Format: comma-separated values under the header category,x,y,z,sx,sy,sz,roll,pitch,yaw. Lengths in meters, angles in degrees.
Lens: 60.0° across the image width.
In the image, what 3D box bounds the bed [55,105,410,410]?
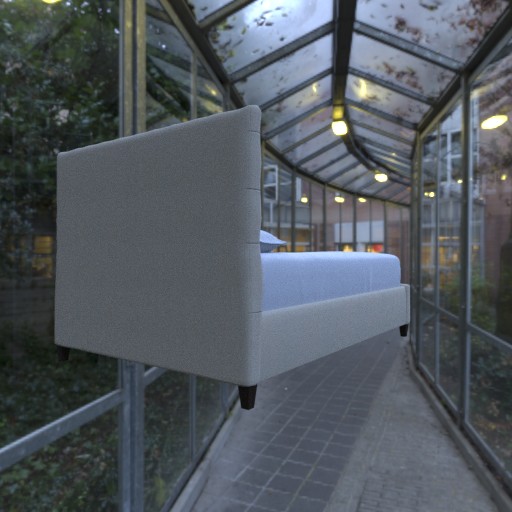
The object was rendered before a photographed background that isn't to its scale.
category,x,y,z,sx,sy,sz,roll,pitch,yaw
bed,0.000,0.000,3.481,1.698,1.427,2.387,0,0,36
